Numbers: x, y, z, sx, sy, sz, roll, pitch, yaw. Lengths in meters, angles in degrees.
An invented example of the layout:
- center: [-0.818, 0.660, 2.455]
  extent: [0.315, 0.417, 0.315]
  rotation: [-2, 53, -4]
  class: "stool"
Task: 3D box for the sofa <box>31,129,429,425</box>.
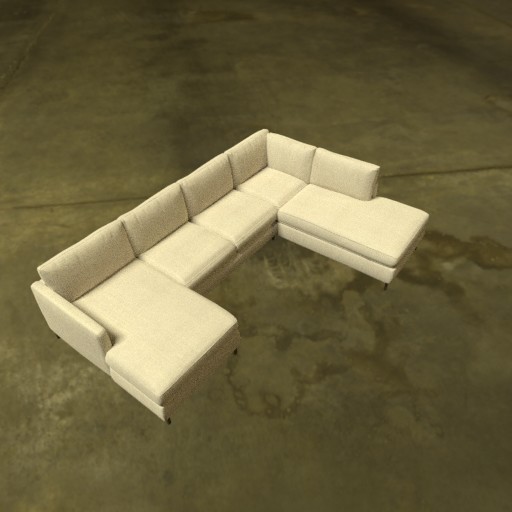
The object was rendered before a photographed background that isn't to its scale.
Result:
- center: [0.000, 0.000, 3.534]
  extent: [1.879, 0.756, 2.737]
  rotation: [26, 47, 26]
  class: "sofa"
